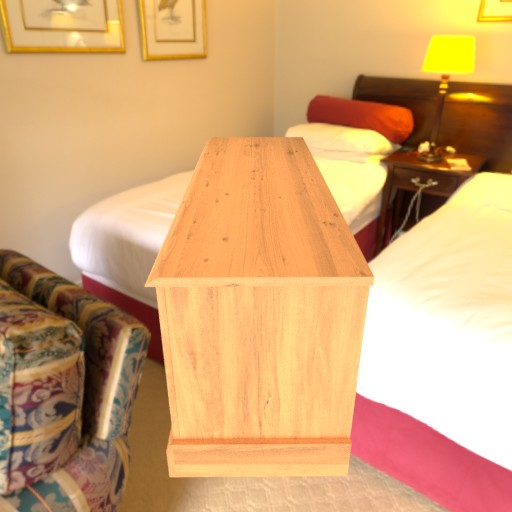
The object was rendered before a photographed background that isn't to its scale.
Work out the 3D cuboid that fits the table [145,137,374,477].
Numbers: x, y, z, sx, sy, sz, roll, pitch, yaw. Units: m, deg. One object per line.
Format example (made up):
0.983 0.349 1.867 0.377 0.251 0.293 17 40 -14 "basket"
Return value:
0.000 0.000 1.418 0.400 0.510 1.200 0 26 0 "table"
